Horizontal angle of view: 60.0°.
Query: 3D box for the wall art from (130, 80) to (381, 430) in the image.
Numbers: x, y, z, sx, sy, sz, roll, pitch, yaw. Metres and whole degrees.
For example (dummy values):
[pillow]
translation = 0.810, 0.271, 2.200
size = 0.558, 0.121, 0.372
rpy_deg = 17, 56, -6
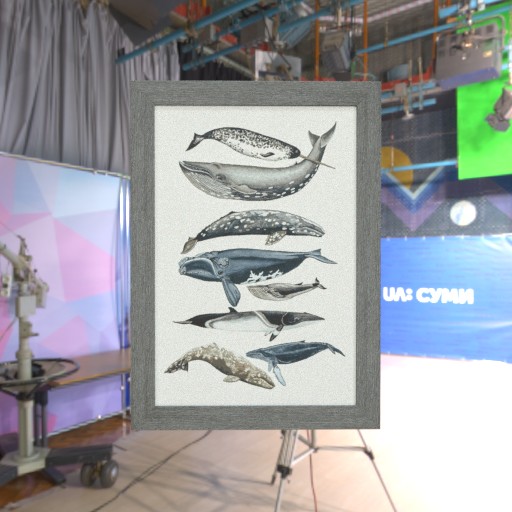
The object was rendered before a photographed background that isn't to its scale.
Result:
[wall art]
translation = 0.000, 0.000, 1.369
size = 0.768, 1.070, 0.020
rpy_deg = 0, 1, -1
